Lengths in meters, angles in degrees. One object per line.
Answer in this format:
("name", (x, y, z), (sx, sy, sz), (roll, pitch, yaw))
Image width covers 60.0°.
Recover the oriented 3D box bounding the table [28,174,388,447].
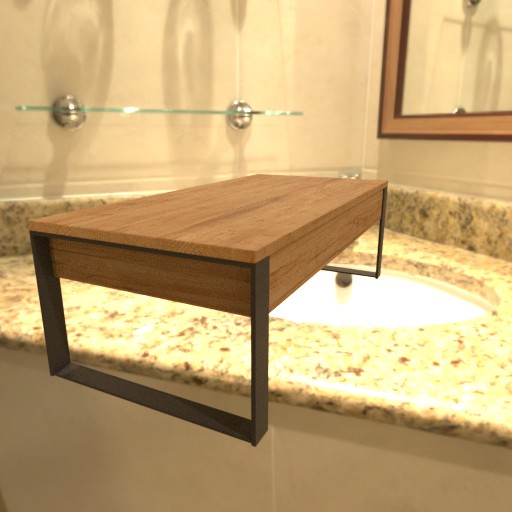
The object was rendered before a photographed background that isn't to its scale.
("table", (0.000, 0.000, 1.447), (0.590, 0.400, 1.180), (8, 18, 26))
